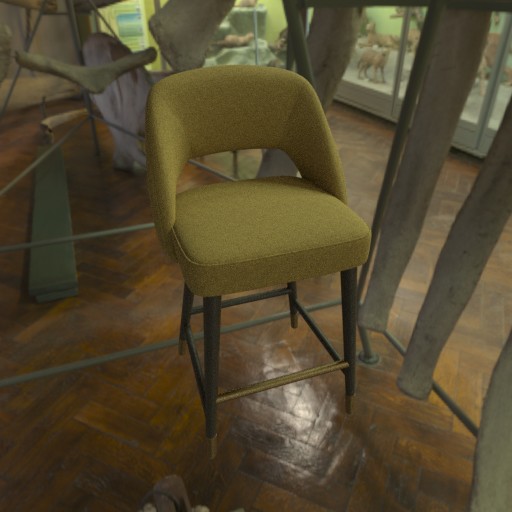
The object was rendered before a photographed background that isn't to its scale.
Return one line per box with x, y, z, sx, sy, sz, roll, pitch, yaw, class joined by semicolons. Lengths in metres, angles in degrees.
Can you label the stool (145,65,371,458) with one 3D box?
0.000;0.000;1.257;0.536;0.939;0.522;-10;33;-16;stool
